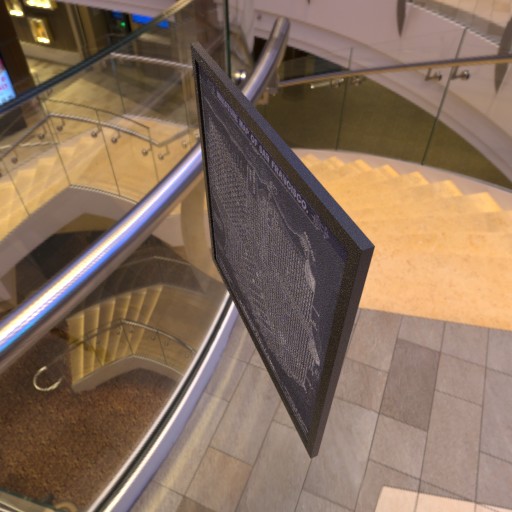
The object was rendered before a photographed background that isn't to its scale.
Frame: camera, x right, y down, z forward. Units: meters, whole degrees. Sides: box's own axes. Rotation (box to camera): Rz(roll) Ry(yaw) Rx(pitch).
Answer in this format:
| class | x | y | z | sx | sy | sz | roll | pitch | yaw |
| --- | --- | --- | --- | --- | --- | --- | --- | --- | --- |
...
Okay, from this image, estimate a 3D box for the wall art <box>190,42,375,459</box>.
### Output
| class | x | y | z | sx | sy | sz | roll | pitch | yaw |
| --- | --- | --- | --- | --- | --- | --- | --- | --- | --- |
| wall art | 0.000 | 0.000 | 1.171 | 0.022 | 0.807 | 0.807 | -17 | 49 | -16 |
